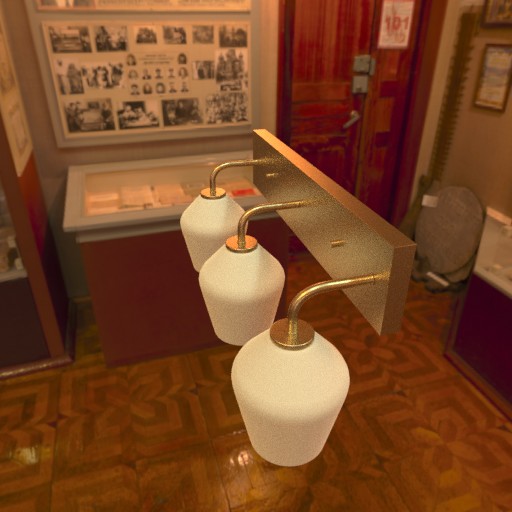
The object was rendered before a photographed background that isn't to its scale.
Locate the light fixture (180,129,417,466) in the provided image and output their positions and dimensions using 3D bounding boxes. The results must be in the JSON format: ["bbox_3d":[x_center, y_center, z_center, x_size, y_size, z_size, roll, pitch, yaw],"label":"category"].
[{"bbox_3d":[0.000,0.000,0.722,0.190,0.280,0.609,-8,30,-14],"label":"light fixture"}]
